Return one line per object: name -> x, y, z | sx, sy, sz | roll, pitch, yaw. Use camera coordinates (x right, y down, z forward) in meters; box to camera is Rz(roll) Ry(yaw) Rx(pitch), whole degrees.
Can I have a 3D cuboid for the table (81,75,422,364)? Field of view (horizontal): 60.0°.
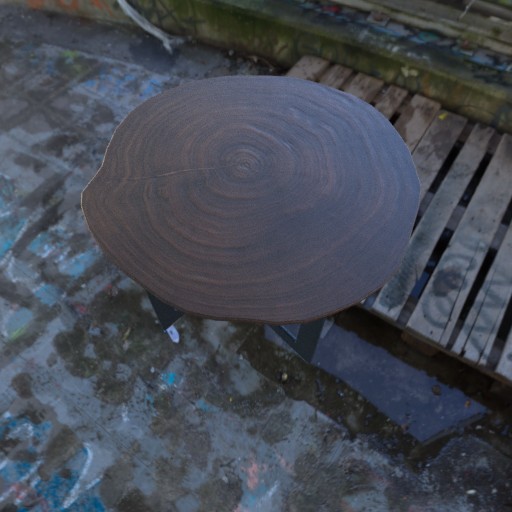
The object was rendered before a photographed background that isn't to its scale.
table -> 0.000, 0.000, 0.863 | 0.494, 0.476, 0.477 | 31, 63, 18
